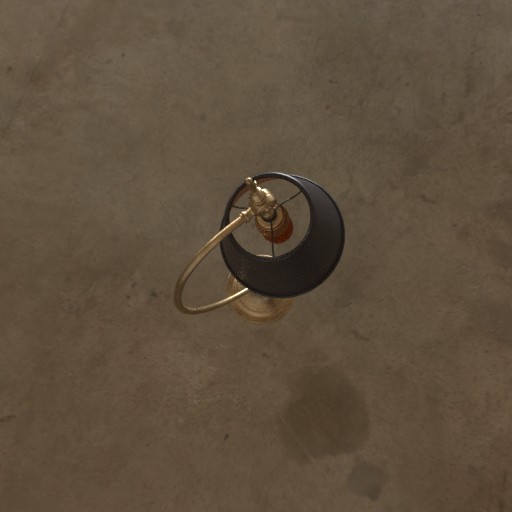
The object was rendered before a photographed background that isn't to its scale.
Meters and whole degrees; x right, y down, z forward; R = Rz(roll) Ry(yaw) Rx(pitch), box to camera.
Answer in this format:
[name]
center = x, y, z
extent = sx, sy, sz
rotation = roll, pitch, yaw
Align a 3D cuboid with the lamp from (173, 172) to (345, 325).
[lamp]
center = 0.000, 0.000, 0.830
extent = 0.344, 0.675, 0.235
rotation = -36, 77, -10
